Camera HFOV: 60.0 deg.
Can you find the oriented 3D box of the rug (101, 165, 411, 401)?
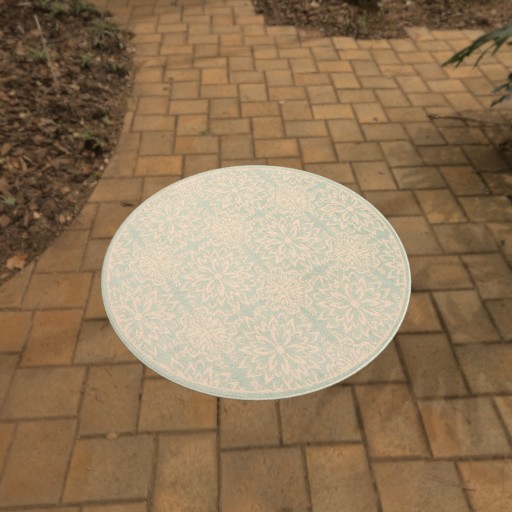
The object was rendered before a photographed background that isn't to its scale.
[{"bbox_3d":[0.000,0.000,2.339,1.593,0.012,1.593,0,48,0],"label":"rug"}]
